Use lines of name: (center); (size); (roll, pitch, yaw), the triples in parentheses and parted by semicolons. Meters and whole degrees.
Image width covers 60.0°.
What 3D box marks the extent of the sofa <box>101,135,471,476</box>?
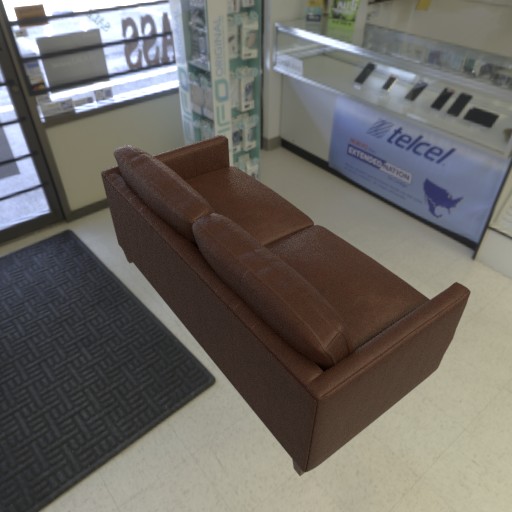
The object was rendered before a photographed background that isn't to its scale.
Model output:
sofa: (0.000, 0.000, 2.442); (0.923, 0.863, 1.971); (-25, 46, -27)
